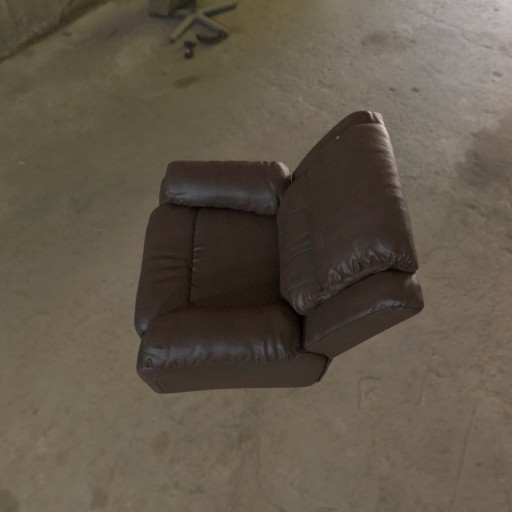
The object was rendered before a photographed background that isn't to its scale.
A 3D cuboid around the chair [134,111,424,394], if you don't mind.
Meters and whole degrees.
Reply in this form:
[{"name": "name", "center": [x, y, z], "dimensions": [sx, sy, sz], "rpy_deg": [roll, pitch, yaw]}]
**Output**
[{"name": "chair", "center": [0.000, 0.000, 1.290], "dimensions": [0.707, 0.702, 0.680], "rpy_deg": [0, 59, 0]}]
